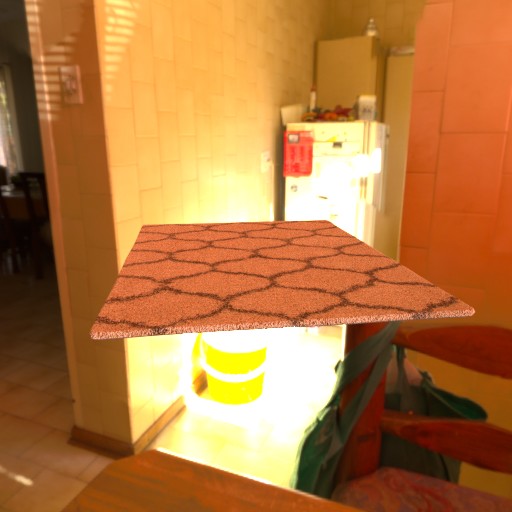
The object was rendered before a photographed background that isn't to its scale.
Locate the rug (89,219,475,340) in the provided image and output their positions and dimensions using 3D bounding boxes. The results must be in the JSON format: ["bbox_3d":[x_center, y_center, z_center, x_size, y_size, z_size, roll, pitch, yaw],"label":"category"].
[{"bbox_3d":[0.000,0.000,2.100,1.200,0.025,1.600,-2,15,-8],"label":"rug"}]
